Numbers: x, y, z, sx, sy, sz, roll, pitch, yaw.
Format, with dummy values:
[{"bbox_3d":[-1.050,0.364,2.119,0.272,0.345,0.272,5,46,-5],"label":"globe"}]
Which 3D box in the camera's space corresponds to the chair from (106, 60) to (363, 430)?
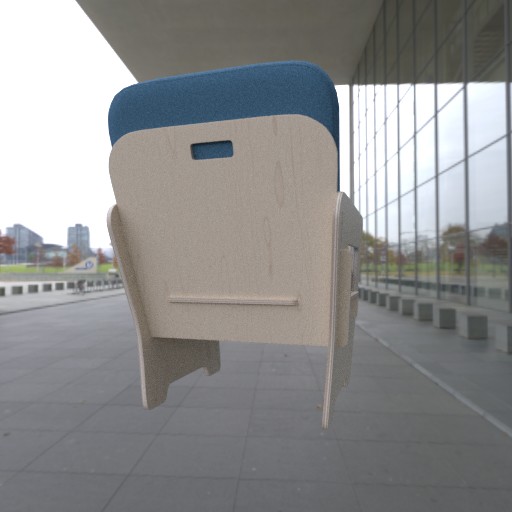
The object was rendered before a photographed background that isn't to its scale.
[{"bbox_3d":[0.000,0.000,1.182,0.547,0.747,0.657,0,-2,18],"label":"chair"}]
